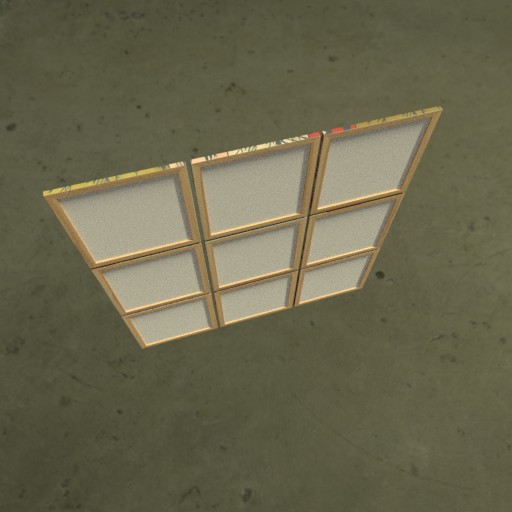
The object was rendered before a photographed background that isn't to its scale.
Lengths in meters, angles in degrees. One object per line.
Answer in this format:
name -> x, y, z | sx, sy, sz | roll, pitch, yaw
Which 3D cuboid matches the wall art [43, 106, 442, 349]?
wall art -> 0.000, 0.000, 1.360 | 0.904, 0.913, 0.013 | -14, 60, -8
